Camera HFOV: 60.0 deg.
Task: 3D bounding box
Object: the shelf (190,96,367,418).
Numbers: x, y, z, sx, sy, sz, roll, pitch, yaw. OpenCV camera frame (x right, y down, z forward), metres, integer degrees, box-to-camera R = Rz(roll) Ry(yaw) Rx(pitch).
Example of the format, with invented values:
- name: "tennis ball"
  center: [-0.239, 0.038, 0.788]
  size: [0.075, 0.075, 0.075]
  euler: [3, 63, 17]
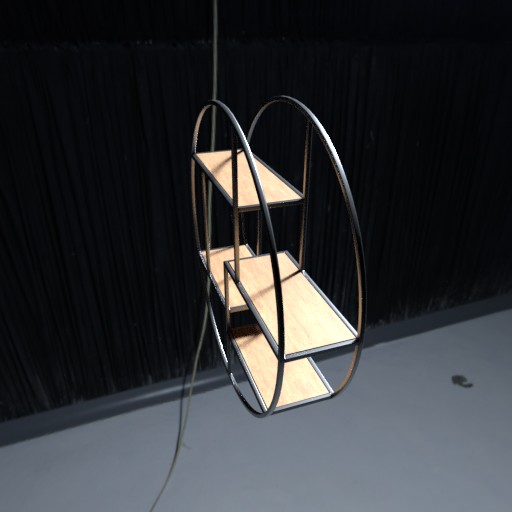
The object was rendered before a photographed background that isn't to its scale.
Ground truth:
- name: "shelf"
  center: [0.000, 0.000, 1.320]
  size: [0.202, 0.888, 0.888]
  euler: [-9, 30, -17]
